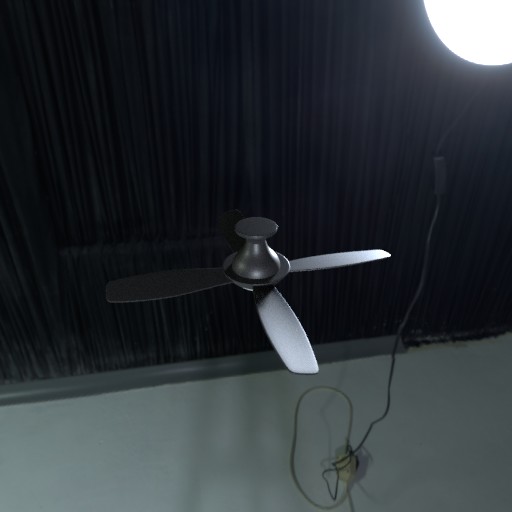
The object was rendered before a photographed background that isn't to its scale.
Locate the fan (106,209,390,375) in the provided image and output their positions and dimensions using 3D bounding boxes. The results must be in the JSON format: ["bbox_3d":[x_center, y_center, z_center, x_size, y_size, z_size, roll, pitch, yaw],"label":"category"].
[{"bbox_3d":[0.000,0.000,2.551,1.694,0.382,1.694,-8,32,-12],"label":"fan"}]
